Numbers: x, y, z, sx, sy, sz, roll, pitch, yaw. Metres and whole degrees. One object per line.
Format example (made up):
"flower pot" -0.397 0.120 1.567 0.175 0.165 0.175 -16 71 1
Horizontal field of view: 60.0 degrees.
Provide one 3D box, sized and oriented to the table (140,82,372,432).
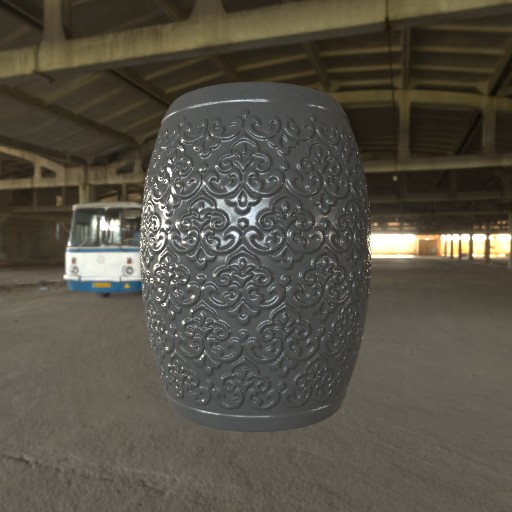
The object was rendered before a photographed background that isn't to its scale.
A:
"table" 0.000 0.000 0.611 0.309 0.397 0.309 0 1 0
